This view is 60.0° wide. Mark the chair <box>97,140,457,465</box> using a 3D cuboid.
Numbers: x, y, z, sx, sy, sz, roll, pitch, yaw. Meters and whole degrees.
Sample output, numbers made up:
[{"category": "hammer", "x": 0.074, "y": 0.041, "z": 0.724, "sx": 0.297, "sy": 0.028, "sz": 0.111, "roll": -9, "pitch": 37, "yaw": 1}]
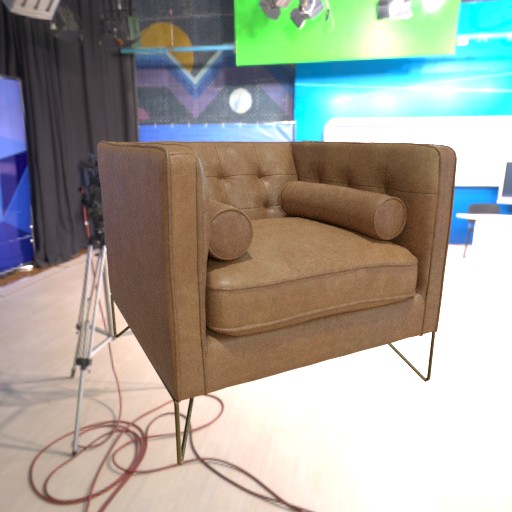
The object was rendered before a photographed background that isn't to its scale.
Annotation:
[{"category": "chair", "x": 0.000, "y": 0.000, "z": 1.584, "sx": 0.920, "sy": 0.797, "sz": 0.912, "roll": -8, "pitch": 17, "yaw": -27}]
